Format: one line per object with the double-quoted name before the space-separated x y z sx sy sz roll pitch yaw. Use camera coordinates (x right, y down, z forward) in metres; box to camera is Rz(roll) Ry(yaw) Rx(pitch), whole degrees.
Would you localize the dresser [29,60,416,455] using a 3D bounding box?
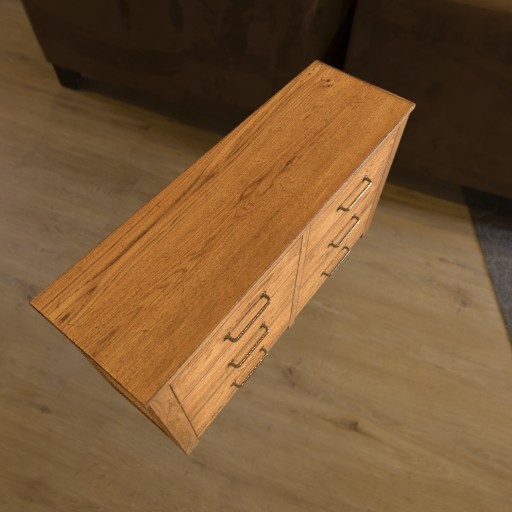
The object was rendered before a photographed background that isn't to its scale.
"dresser" 0.000 0.000 2.071 0.563 0.932 1.657 33 63 20
